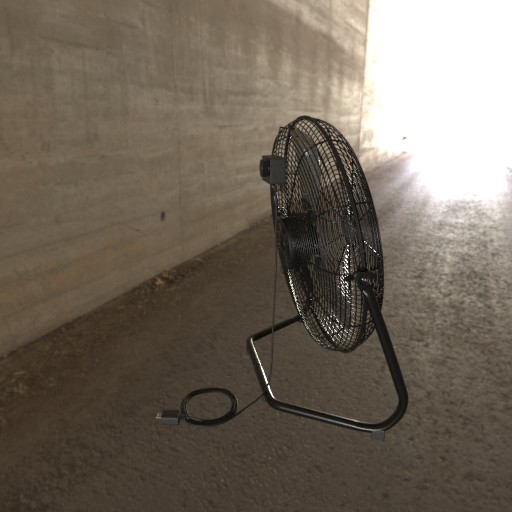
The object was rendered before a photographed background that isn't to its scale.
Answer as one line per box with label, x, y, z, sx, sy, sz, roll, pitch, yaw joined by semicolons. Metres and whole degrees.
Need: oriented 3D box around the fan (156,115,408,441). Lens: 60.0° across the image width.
fan;0.000;0.000;0.999;0.470;0.605;0.595;-3;17;-10
